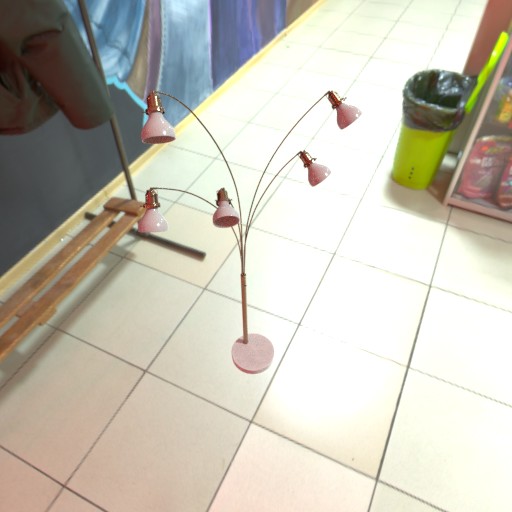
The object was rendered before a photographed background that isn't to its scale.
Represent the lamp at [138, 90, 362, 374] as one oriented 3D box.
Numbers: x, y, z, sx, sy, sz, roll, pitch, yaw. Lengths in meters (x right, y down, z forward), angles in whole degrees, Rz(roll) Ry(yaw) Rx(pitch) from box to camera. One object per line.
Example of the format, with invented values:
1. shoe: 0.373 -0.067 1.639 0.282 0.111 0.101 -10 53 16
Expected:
1. lamp: 0.000 0.000 2.905 1.405 2.423 0.361 -24 51 -21
